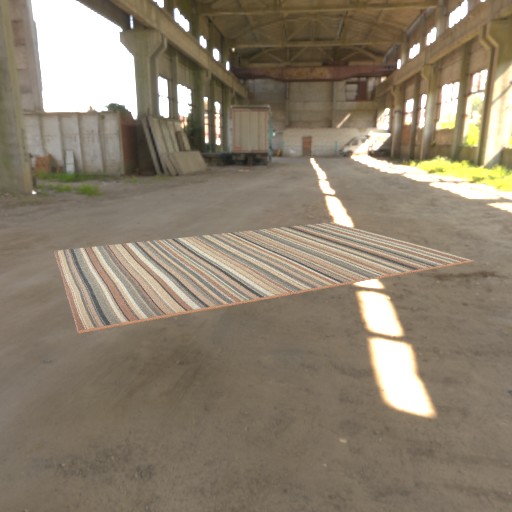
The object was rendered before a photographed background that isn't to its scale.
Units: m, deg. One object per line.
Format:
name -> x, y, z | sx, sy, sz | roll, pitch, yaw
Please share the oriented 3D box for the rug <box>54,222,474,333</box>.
rug -> 0.000, 0.000, 3.025 | 2.438, 0.014, 1.523 | -8, 17, -26
